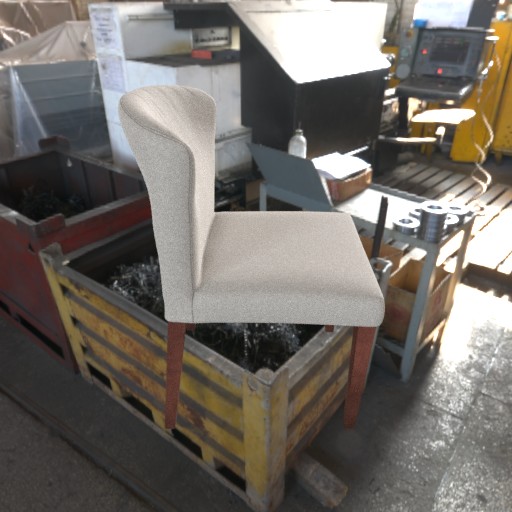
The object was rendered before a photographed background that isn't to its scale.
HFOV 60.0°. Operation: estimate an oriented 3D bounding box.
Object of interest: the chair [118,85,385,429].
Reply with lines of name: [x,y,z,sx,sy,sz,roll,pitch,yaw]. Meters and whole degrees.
chair: [0.000,0.000,1.187,0.592,0.839,0.491,0,30,0]
